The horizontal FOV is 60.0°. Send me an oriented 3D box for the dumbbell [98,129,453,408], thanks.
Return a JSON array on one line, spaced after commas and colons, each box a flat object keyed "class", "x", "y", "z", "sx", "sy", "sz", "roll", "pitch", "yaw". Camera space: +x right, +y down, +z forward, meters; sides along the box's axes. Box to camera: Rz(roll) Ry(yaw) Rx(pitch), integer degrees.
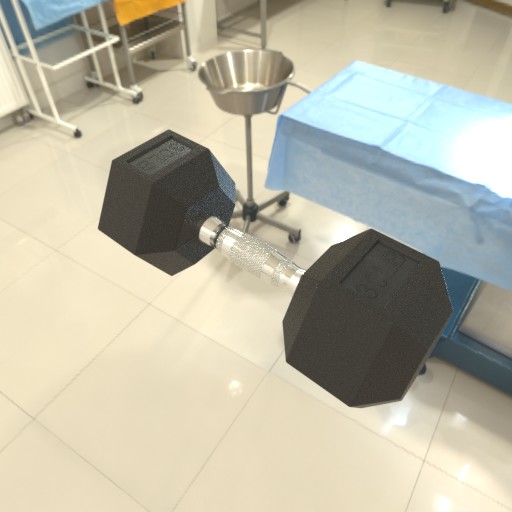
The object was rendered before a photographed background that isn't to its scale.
[{"class": "dumbbell", "x": 0.000, "y": 0.000, "z": 0.412, "sx": 0.337, "sy": 0.123, "sz": 0.142, "roll": 31, "pitch": 54, "yaw": 26}]
